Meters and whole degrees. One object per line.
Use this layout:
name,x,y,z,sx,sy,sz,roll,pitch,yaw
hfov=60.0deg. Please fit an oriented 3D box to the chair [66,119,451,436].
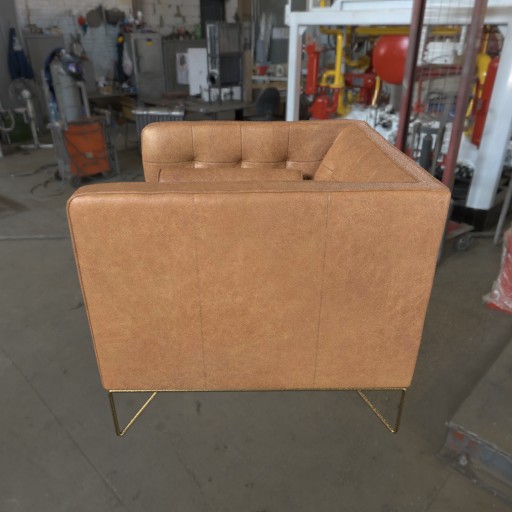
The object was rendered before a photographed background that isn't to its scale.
chair,0.000,0.000,1.583,0.912,0.797,0.920,0,27,-1
